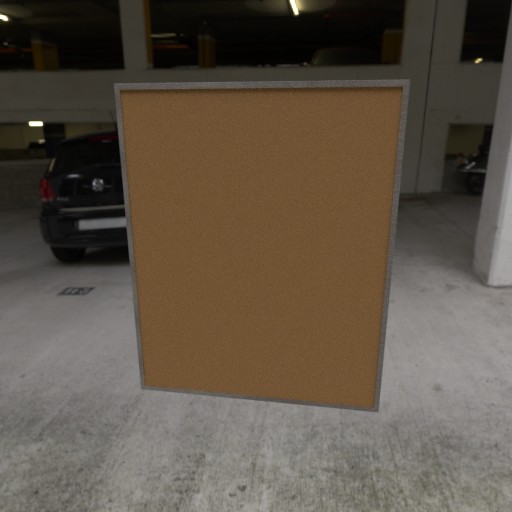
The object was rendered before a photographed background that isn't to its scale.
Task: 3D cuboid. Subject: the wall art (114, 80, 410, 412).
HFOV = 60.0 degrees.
[{"bbox_3d":[0.000,0.000,0.714,0.421,0.521,0.032,3,17,9],"label":"wall art"}]
